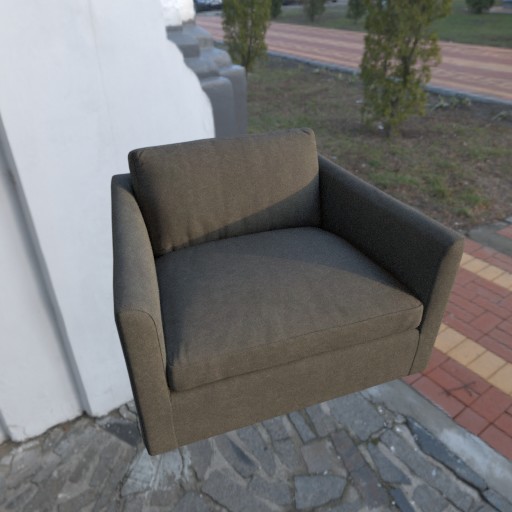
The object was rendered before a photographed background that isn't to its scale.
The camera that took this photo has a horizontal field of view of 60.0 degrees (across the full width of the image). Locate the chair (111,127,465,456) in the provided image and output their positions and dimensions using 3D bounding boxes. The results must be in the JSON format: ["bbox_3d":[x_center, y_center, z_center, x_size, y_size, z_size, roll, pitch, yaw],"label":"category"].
[{"bbox_3d":[0.000,0.000,1.907,1.190,0.845,1.091,-11,34,-17],"label":"chair"}]
